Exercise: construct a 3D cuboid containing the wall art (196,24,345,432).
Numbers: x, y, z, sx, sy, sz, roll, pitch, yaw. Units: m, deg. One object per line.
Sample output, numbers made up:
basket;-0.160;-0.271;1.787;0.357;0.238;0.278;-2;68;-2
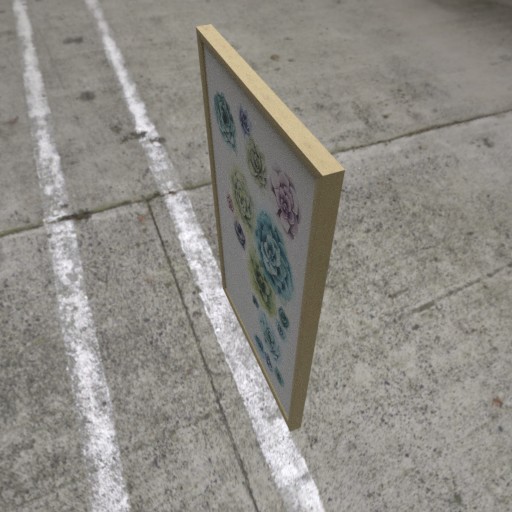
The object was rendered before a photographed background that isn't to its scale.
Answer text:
wall art;0.000;0.000;0.995;0.039;0.810;0.510;-17;50;-15
